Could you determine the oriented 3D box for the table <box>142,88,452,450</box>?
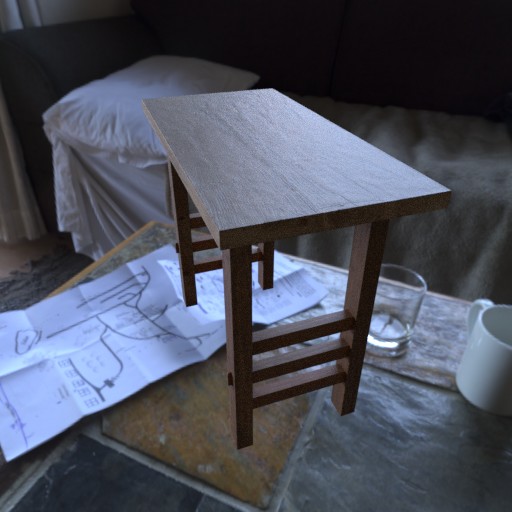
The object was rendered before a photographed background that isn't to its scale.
[{"bbox_3d":[0.000,0.000,1.629,0.556,0.914,1.119,-11,34,-17],"label":"table"}]
